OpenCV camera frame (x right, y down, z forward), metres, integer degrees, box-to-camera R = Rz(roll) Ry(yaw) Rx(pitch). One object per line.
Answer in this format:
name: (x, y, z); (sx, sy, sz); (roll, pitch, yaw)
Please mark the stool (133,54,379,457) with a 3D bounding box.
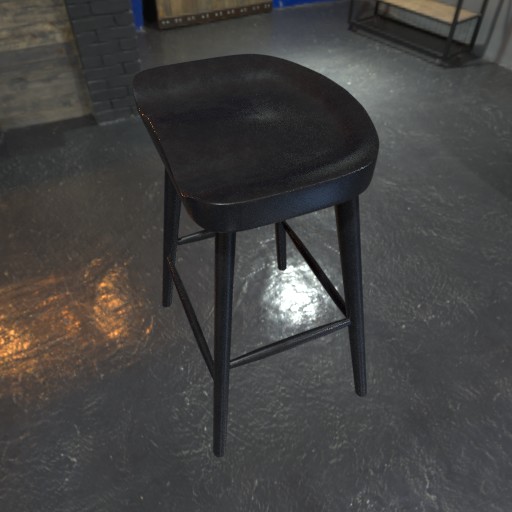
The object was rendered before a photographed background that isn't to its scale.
stool: (0.000, 0.000, 0.863); (0.361, 0.615, 0.440); (-17, 48, -16)
